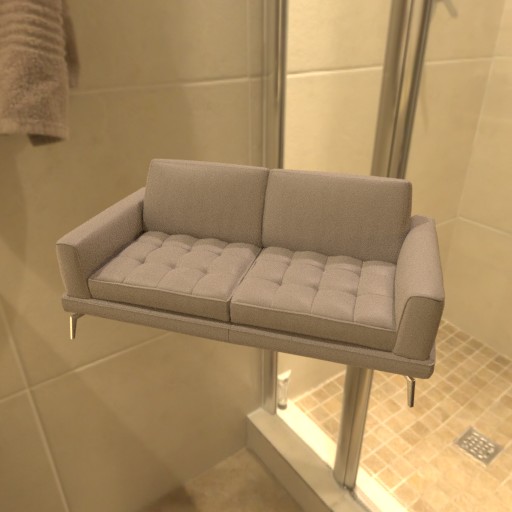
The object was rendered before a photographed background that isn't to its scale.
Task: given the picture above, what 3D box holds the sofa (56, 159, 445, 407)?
[{"bbox_3d":[0.000,0.000,2.771,2.177,0.930,1.121,8,29,15],"label":"sofa"}]
